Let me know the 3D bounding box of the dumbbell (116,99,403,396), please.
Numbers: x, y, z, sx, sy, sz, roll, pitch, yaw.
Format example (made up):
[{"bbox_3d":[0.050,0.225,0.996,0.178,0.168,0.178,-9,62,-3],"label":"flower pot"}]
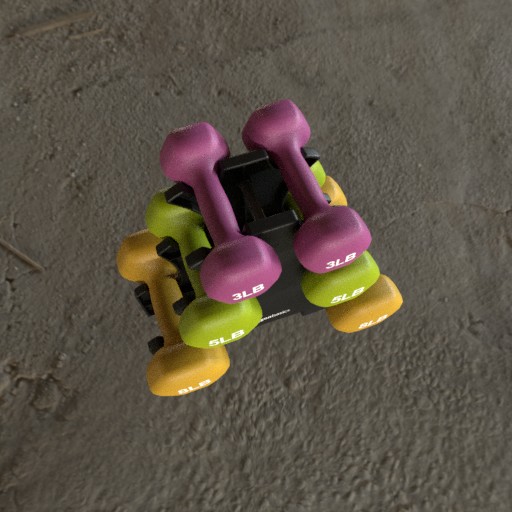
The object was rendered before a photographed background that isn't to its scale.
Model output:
[{"bbox_3d":[0.000,0.000,0.470,0.300,0.271,0.190,-18,64,-9],"label":"dumbbell"}]
